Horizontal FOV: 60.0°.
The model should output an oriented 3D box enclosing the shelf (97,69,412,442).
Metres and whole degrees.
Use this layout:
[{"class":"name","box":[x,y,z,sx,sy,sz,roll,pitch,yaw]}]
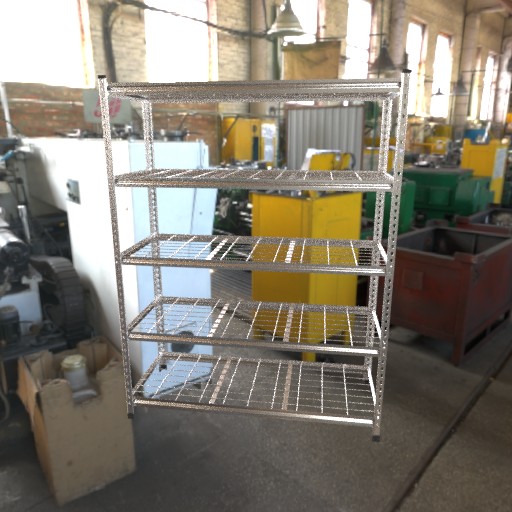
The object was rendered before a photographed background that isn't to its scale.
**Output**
[{"class":"shelf","box":[0.000,0.000,2.664,1.524,1.981,0.610,2,16,8]}]
